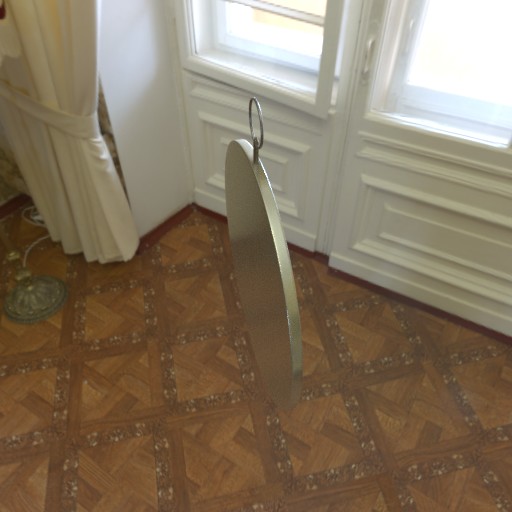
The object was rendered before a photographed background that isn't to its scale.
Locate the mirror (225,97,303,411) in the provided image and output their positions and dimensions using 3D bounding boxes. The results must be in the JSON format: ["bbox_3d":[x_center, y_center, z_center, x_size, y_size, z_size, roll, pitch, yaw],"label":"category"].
[{"bbox_3d":[0.000,0.000,0.959,0.020,0.713,0.594,-10,47,-10],"label":"mirror"}]
